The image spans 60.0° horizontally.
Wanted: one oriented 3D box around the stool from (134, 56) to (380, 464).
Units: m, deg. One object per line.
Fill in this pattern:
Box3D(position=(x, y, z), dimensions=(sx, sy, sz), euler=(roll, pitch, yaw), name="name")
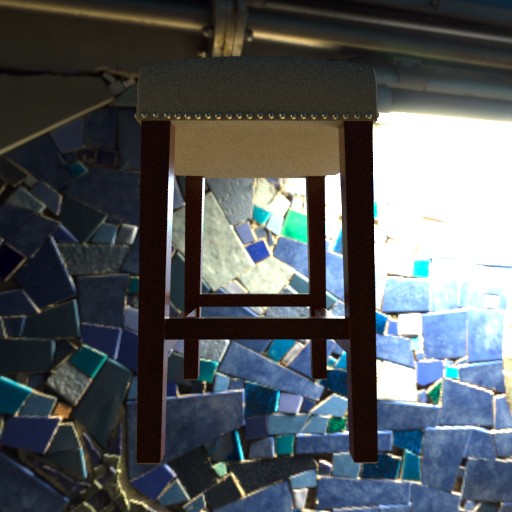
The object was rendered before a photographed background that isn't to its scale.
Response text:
Box3D(position=(0.000, 0.000, 0.920), dimensions=(0.375, 0.632, 0.509), euler=(0, 0, 0), name="stool")
